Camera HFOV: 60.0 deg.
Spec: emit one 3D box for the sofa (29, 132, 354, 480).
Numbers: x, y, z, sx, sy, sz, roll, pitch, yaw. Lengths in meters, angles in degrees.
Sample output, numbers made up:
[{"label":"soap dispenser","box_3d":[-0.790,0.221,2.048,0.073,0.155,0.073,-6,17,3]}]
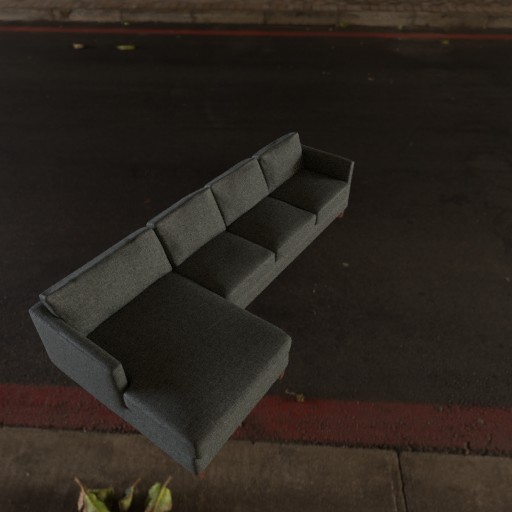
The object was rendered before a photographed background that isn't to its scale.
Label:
[{"label":"sofa","box_3d":[0.000,0.000,4.072,1.635,0.960,3.485,25,46,27]}]
